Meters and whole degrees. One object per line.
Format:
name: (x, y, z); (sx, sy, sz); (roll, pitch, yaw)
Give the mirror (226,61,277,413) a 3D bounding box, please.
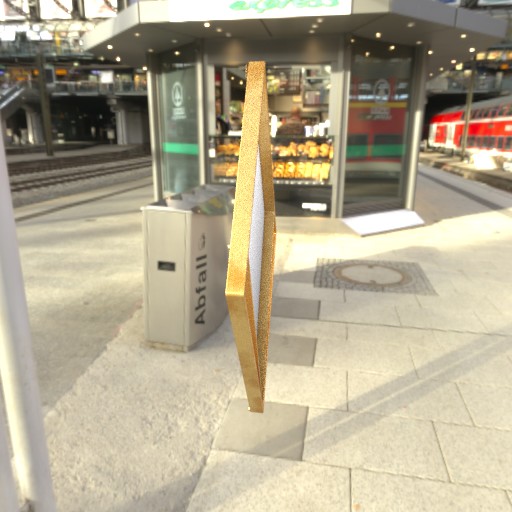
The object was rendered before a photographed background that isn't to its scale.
mirror: (0.000, 0.000, 0.836); (0.032, 0.679, 0.419); (2, 16, 9)
